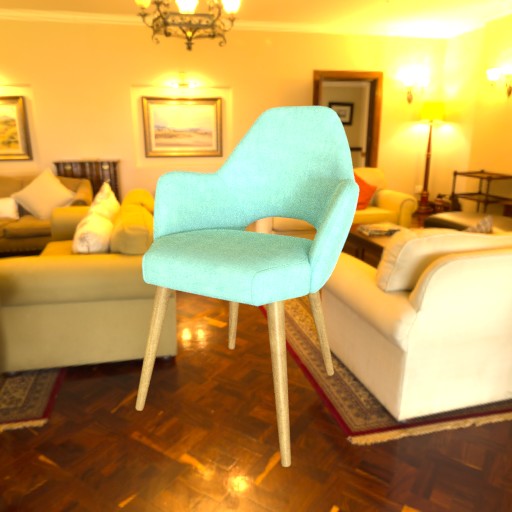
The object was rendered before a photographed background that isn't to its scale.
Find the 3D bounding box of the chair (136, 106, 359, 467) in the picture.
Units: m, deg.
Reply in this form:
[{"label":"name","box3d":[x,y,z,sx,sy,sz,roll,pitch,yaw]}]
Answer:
[{"label":"chair","box3d":[0.000,0.000,1.273,0.590,0.840,0.610,8,18,28]}]
